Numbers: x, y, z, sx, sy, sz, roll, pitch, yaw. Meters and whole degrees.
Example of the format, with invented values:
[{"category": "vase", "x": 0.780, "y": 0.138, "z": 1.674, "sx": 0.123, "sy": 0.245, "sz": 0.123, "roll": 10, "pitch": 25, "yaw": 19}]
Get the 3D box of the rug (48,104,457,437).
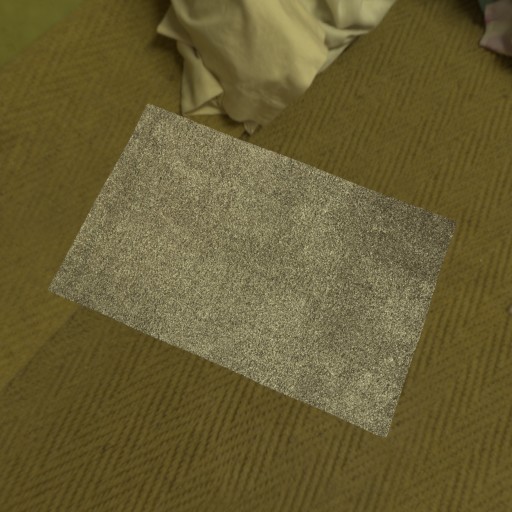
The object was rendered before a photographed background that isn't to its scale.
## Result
[{"category": "rug", "x": 0.000, "y": 0.000, "z": 2.975, "sx": 2.352, "sy": 0.025, "sz": 1.501, "roll": 22, "pitch": 77, "yaw": 5}]
